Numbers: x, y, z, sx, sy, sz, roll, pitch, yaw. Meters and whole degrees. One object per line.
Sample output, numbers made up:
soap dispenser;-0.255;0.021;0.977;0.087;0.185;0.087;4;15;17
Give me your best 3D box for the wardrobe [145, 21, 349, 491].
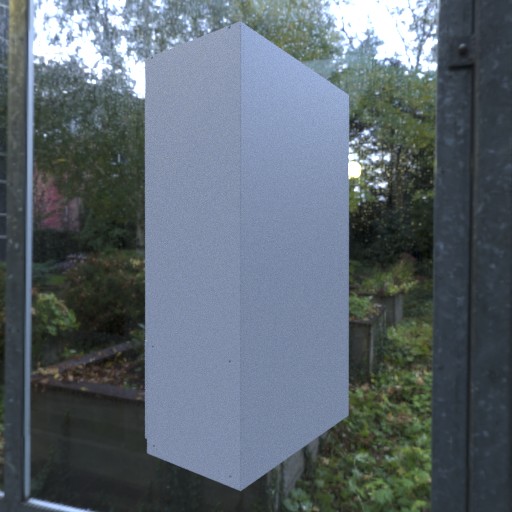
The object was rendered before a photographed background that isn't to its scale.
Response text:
wardrobe;0.000;0.000;2.275;0.577;1.808;0.991;0;1;36
